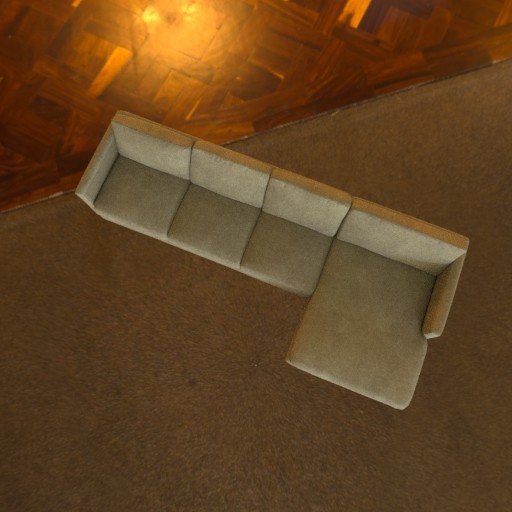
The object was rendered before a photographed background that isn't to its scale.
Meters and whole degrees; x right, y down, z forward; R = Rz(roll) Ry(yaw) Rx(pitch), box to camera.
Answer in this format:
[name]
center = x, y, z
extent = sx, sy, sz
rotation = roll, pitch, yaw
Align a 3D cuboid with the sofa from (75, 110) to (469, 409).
[sofa]
center = 0.000, 0.000, 4.112
extent = 3.471, 0.950, 1.604
rotation = 21, 77, 5
